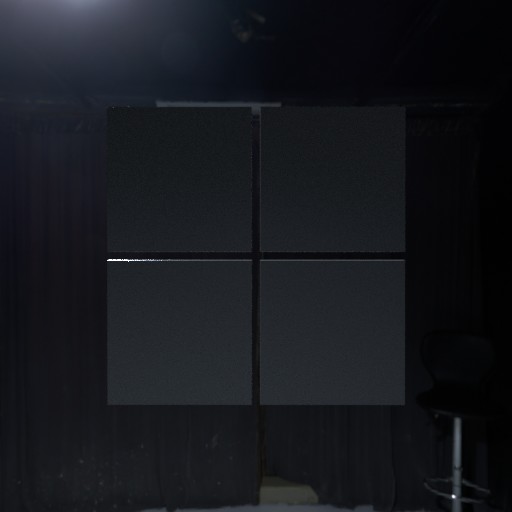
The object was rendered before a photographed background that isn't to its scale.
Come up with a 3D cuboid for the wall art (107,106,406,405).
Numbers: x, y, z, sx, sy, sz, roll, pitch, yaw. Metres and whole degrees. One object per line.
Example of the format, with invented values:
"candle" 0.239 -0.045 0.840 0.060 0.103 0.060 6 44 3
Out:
"wall art" 0.000 0.000 1.677 1.118 1.118 0.029 0 0 0
